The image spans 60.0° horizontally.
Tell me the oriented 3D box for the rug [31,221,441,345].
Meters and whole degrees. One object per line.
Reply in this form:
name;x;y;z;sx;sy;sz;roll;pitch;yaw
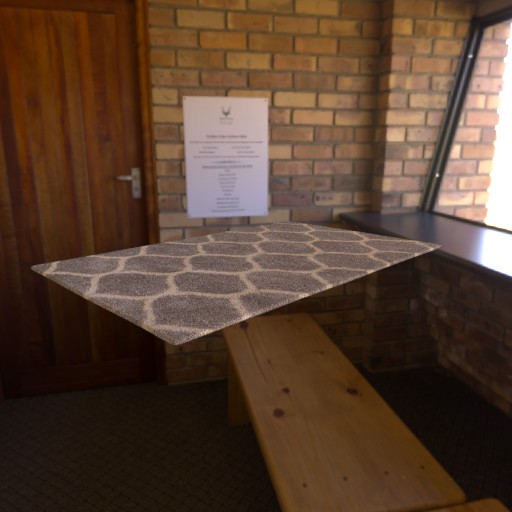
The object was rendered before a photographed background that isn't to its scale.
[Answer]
rug;0.000;0.000;2.953;2.348;0.025;1.501;-14;19;-43
